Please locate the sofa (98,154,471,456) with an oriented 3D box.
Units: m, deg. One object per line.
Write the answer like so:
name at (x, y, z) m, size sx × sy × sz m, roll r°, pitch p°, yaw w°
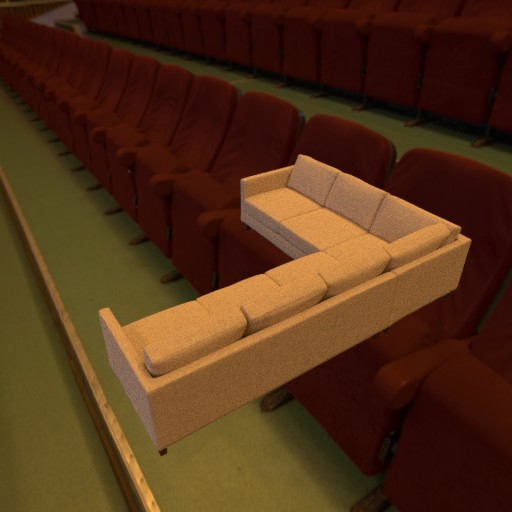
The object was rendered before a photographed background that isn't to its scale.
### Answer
sofa at (0.000, 0.000, 4.290) m, size 3.182 × 0.863 × 2.432 m, roll -20°, pitch 37°, yaw -28°
